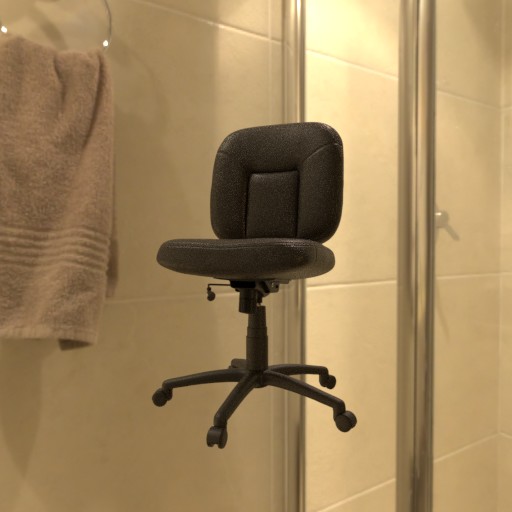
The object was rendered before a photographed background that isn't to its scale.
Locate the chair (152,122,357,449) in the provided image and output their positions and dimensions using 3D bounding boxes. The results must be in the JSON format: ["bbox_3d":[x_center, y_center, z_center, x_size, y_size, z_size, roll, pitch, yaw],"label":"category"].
[{"bbox_3d":[0.000,0.000,1.397,0.647,0.959,0.646,0,1,19],"label":"chair"}]
